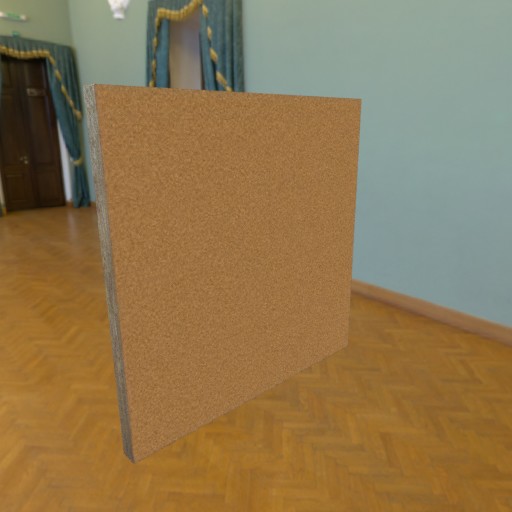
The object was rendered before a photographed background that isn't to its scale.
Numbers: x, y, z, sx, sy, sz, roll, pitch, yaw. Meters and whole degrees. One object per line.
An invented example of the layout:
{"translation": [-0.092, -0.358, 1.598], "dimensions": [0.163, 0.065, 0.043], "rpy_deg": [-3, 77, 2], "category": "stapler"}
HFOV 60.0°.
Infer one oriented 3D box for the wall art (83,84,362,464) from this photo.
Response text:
{"translation": [0.000, 0.000, 0.876], "dimensions": [0.611, 0.608, 0.042], "rpy_deg": [-15, 22, -41], "category": "wall art"}
